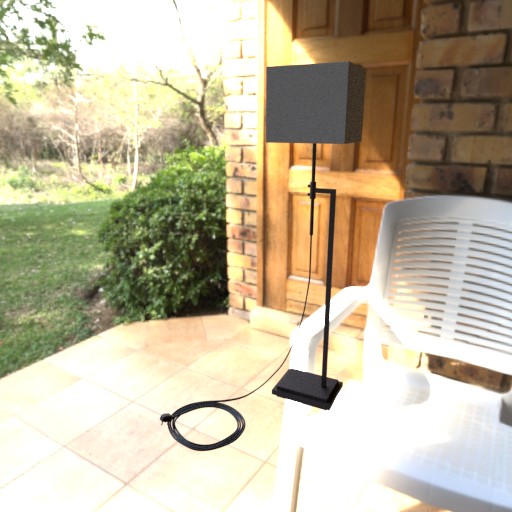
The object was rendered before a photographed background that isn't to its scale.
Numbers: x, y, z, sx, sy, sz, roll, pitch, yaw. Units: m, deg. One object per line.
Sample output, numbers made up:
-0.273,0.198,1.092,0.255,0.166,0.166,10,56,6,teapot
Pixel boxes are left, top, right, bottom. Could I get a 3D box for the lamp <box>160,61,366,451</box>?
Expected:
0.000,0.000,1.992,0.698,1.600,0.774,8,18,25,lamp
